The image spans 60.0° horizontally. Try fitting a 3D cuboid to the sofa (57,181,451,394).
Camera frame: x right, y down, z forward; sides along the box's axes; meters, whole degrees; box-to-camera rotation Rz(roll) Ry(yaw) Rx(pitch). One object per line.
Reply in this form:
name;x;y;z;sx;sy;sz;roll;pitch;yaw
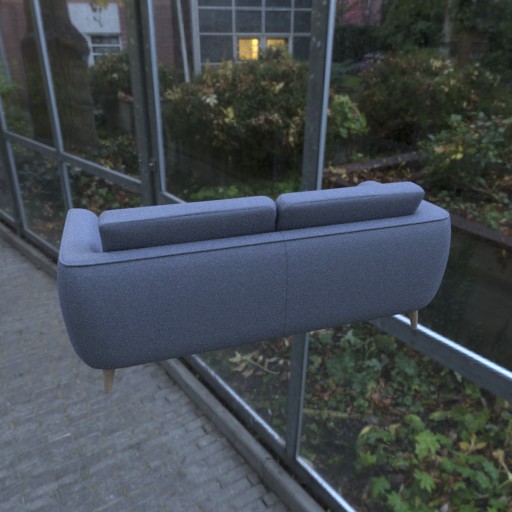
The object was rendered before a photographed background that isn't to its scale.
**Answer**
sofa;0.000;0.000;2.534;2.000;0.870;0.920;-8;26;-16
